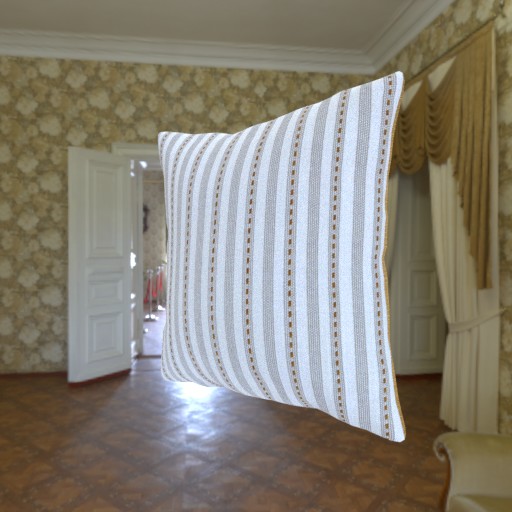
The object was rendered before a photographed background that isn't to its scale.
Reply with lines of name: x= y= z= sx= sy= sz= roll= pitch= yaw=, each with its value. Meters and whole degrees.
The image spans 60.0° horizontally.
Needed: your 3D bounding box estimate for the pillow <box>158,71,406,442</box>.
pillow: x=0.000 y=0.000 z=0.644 sx=0.432 sy=0.437 sz=0.147 roll=1 pitch=1 yaw=36
